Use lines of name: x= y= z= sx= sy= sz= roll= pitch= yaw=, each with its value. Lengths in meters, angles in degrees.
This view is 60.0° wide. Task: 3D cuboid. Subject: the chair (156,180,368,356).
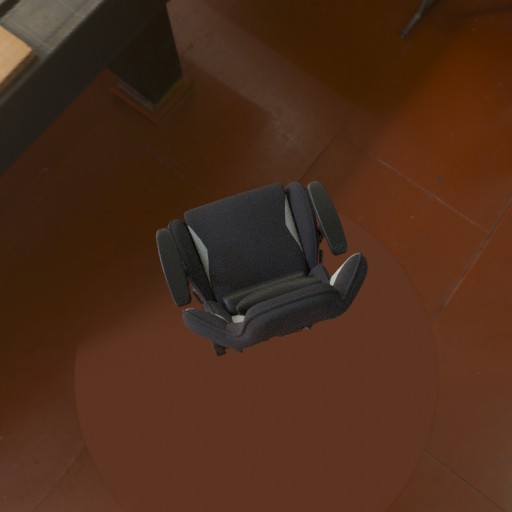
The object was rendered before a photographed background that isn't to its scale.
chair: x=0.000 y=0.000 z=1.772 sx=0.730 sy=1.300 sz=0.695 roll=-18 pitch=77 yaw=-4
